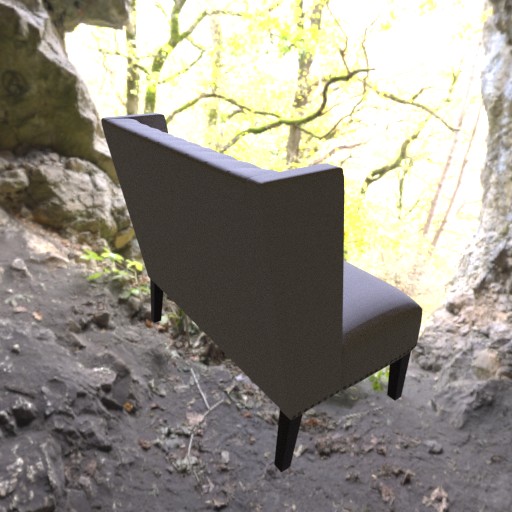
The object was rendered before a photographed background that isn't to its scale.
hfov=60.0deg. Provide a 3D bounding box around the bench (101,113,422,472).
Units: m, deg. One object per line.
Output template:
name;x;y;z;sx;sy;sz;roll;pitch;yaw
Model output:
bench;0.000;0.000;1.998;0.847;1.123;1.280;-17;31;-31
